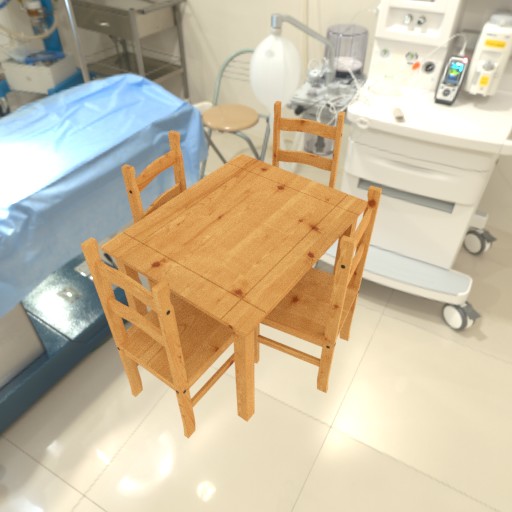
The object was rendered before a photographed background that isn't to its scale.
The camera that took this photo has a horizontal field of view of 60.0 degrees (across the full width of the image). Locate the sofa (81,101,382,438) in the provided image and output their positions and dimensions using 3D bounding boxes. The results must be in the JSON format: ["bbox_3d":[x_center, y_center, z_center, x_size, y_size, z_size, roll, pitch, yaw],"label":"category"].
[{"bbox_3d":[0.000,0.000,2.259,1.144,1.000,1.529,27,49,26],"label":"sofa"}]
